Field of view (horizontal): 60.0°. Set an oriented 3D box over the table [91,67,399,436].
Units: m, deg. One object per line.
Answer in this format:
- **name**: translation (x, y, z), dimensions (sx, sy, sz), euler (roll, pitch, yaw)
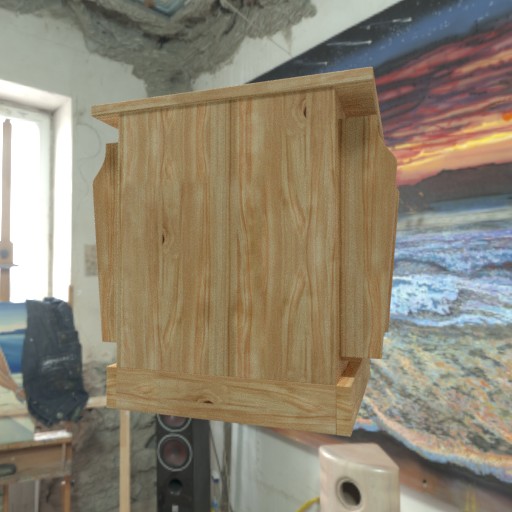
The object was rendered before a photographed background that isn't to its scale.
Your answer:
- **table**: translation (0.000, 0.000, 0.862), dimensions (0.530, 0.515, 0.380), euler (-1, -2, 18)
